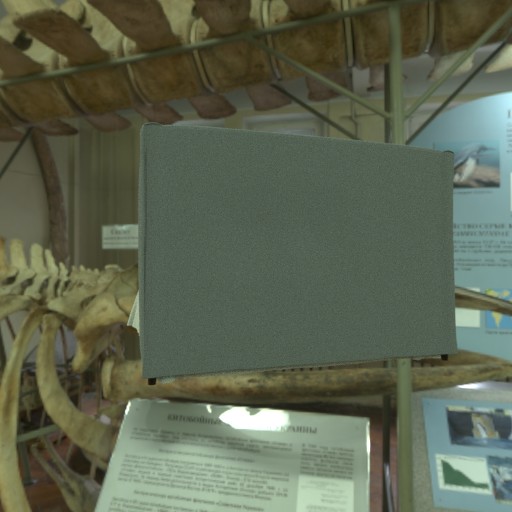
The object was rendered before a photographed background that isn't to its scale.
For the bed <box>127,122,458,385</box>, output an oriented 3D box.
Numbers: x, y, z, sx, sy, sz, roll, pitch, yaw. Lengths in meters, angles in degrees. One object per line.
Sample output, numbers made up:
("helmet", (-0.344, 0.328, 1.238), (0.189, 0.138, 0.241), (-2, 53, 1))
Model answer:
("bed", (0.000, 0.000, 3.543), (1.925, 1.332, 2.276), (0, -1, -18))
